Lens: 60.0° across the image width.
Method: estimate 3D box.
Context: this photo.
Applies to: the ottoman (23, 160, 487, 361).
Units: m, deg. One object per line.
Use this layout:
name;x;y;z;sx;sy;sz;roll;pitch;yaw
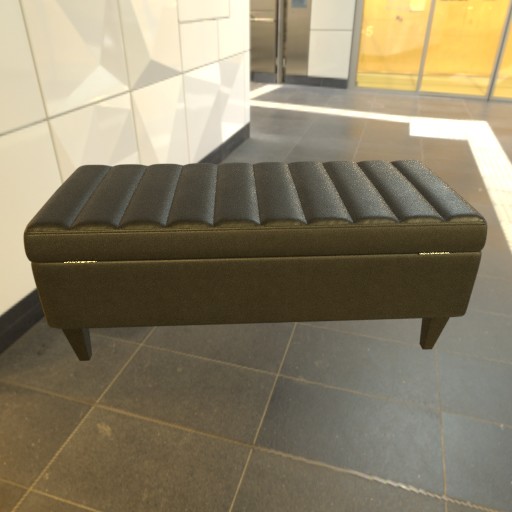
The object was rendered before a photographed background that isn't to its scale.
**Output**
ottoman;0.000;0.000;1.372;1.151;0.469;0.482;-1;30;-2
